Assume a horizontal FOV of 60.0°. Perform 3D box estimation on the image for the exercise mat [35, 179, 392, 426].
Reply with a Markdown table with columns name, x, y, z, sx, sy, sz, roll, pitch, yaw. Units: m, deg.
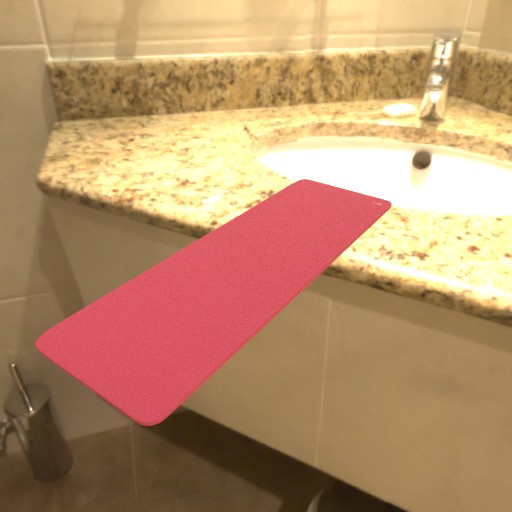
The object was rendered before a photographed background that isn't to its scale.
| name | x | y | z | sx | sy | sz | roll | pitch | yaw |
| --- | --- | --- | --- | --- | --- | --- | --- | --- | --- |
| exercise mat | 0.000 | 0.000 | 2.059 | 0.616 | 0.021 | 1.884 | 21 | 38 | 30 |
